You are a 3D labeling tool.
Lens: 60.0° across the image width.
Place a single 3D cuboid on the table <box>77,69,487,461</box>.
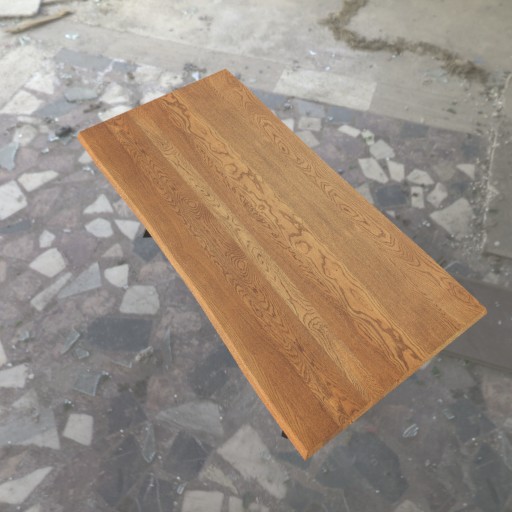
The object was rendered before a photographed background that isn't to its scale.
[{"bbox_3d":[0.000,0.000,2.242,0.900,0.770,1.800,-31,63,-18],"label":"table"}]
